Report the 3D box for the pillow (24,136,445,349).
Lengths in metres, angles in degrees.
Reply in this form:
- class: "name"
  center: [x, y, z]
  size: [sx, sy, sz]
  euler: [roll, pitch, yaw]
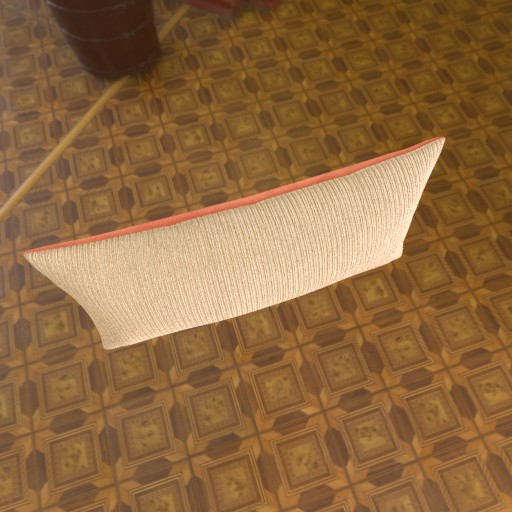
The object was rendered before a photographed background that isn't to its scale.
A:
- class: "pillow"
  center: [0.000, 0.000, 0.732]
  size: [0.608, 0.307, 0.155]
  euler: [-17, 65, -8]
